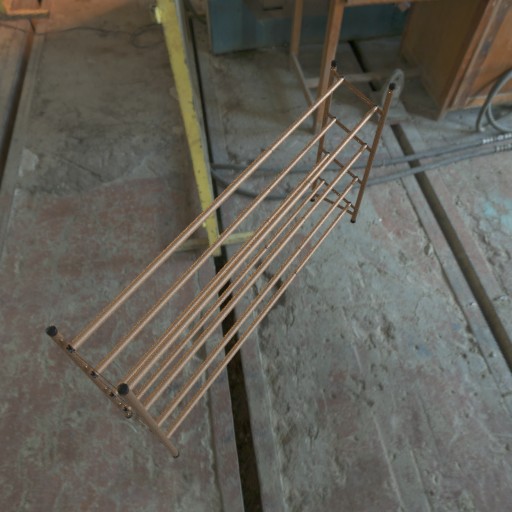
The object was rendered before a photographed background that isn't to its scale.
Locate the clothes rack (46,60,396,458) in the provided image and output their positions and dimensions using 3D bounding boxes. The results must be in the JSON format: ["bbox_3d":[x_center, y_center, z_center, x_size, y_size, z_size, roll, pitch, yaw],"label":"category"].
[{"bbox_3d":[0.000,0.000,1.404,0.229,0.672,1.168,31,61,19],"label":"clothes rack"}]
